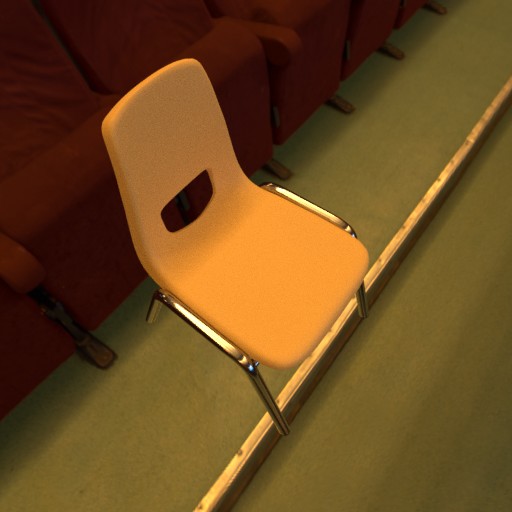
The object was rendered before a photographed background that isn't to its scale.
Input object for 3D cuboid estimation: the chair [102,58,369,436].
[{"bbox_3d":[0.000,0.000,0.819,0.423,0.586,0.354,33,64,18],"label":"chair"}]
